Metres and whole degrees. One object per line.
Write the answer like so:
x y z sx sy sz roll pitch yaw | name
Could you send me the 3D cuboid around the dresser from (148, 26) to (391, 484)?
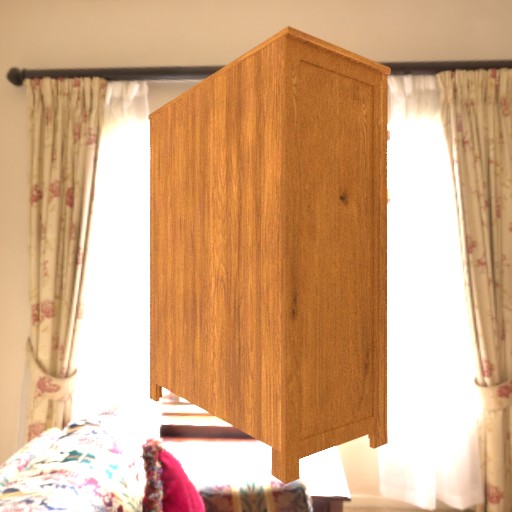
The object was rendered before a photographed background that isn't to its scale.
0.000 0.000 1.972 0.558 1.431 1.081 0 0 -37 | dresser
